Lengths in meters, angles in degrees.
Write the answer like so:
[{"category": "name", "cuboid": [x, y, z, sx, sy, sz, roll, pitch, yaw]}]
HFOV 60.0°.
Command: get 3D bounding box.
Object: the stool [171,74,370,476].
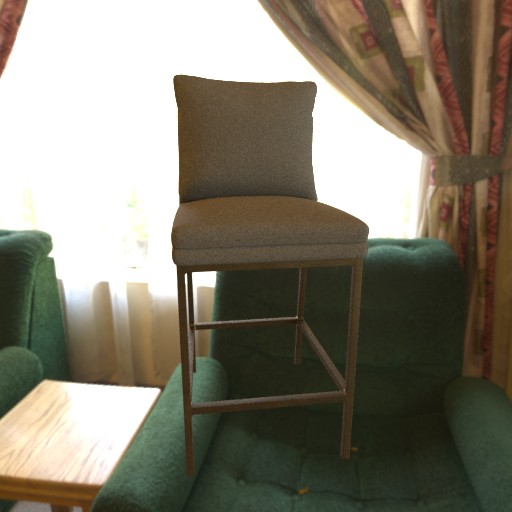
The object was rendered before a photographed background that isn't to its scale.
[{"category": "stool", "cuboid": [0.000, 0.000, 1.306, 0.463, 1.030, 0.569, -2, 16, -8]}]
